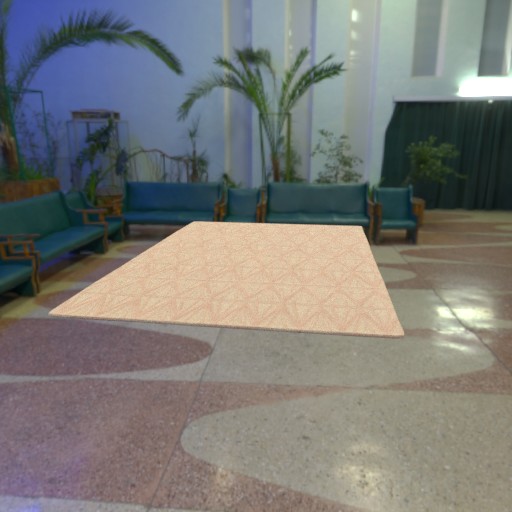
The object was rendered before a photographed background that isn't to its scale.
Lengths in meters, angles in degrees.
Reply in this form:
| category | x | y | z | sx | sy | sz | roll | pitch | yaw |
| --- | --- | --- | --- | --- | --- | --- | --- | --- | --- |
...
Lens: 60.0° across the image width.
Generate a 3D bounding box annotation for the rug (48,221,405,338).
| category | x | y | z | sx | sy | sz | roll | pitch | yaw |
| --- | --- | --- | --- | --- | --- | --- | --- | --- | --- |
| rug | 0.000 | 0.000 | 3.052 | 1.609 | 0.015 | 2.390 | 2 | 15 | 8 |
